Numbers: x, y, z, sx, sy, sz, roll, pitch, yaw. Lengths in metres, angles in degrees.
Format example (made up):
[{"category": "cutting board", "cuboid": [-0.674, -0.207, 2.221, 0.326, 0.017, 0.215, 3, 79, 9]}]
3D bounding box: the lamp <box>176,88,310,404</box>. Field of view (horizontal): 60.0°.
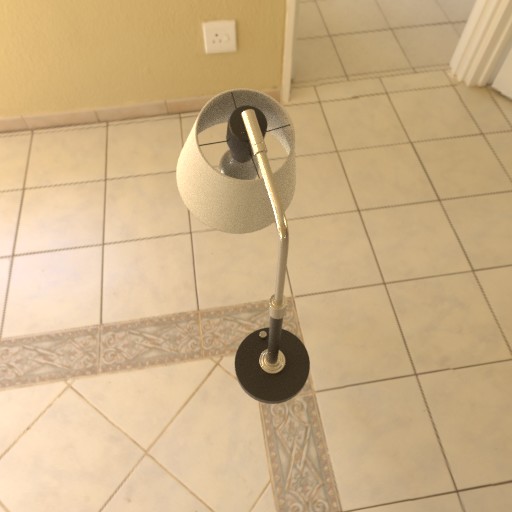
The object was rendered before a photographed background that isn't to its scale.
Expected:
[{"category": "lamp", "cuboid": [0.000, 0.000, 0.705, 0.181, 0.539, 0.348, -16, 60, -9]}]
